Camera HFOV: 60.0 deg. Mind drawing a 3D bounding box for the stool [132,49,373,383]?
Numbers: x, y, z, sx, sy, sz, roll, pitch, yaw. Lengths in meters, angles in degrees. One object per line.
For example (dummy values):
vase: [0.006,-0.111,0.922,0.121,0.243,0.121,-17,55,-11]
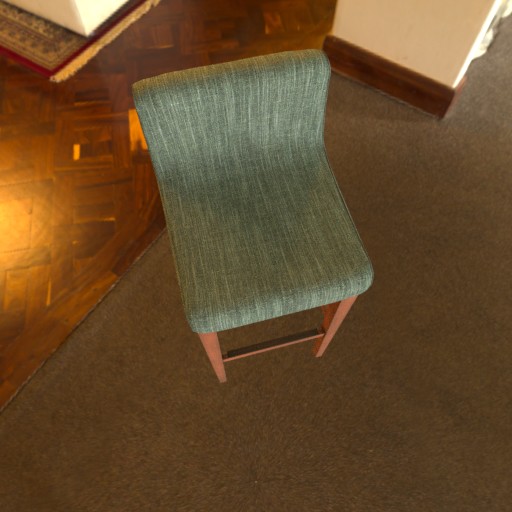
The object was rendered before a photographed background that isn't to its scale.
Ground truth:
stool: [0.000,0.000,1.268,0.426,0.965,0.499,-13,64,-7]
